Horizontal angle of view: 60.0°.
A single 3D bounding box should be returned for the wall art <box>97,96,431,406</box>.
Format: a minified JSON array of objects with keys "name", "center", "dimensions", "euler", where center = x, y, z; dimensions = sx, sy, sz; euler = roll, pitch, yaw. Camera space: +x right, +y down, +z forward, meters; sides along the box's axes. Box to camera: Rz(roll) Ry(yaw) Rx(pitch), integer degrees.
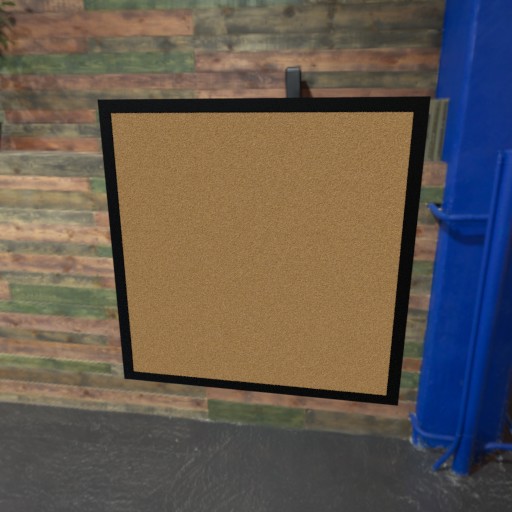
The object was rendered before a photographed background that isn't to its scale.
[{"name":"wall art","center":[0.000,0.000,0.755],"dimensions":[0.506,0.506,0.038],"euler":[3,17,9]}]
